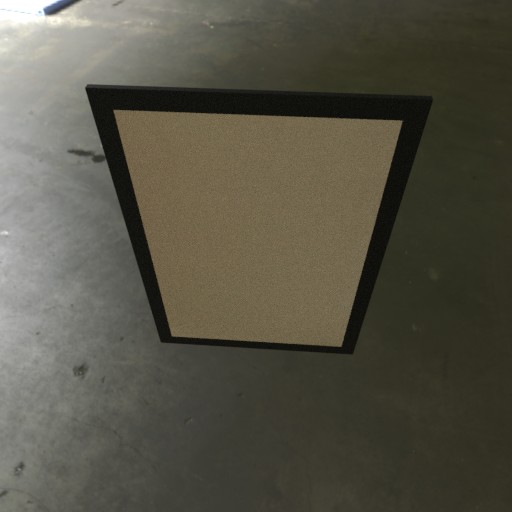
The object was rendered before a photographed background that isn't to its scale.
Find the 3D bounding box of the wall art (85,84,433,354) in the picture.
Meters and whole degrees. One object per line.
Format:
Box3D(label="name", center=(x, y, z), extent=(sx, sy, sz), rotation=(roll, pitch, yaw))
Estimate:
Box3D(label="wall art", center=(0.000, 0.000, 0.679), extent=(0.379, 0.530, 0.008), rotation=(3, 48, 3))
